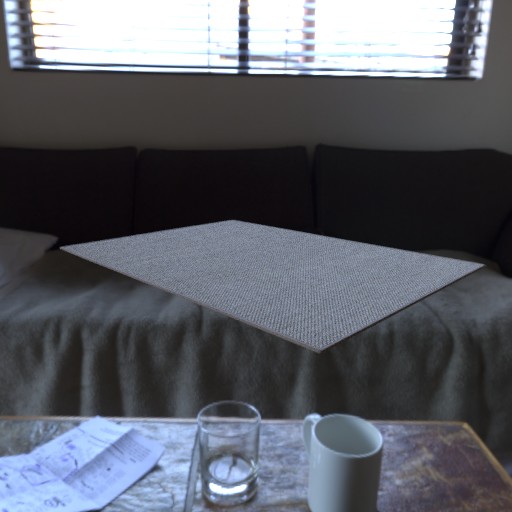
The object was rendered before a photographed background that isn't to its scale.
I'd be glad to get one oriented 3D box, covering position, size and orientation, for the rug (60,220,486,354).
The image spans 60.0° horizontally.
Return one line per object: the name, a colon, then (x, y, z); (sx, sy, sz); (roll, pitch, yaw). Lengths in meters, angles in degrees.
rug: (0.000, 0.000, 2.670); (1.517, 0.013, 2.115); (-14, 20, -43)
